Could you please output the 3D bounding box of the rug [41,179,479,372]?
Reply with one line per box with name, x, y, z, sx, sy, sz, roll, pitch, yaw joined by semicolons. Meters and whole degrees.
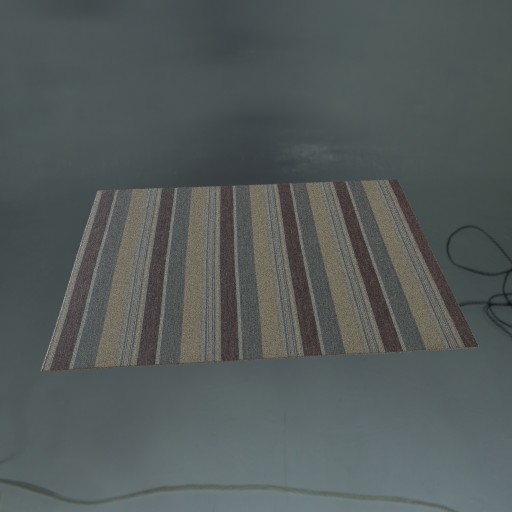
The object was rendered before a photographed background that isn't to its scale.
rug;0.000;0.000;2.271;1.829;0.008;1.219;-3;45;-3
